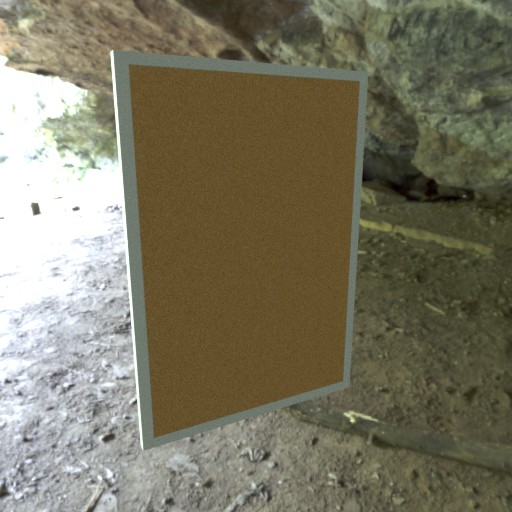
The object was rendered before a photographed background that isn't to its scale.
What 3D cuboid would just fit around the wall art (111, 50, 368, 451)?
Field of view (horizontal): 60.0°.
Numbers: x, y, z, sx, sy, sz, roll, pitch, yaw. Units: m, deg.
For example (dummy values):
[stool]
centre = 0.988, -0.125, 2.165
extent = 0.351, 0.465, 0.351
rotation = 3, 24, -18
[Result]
[wall art]
centre = 0.000, 0.000, 0.536
extent = 0.303, 0.433, 0.013
rotation = -7, 16, -26
